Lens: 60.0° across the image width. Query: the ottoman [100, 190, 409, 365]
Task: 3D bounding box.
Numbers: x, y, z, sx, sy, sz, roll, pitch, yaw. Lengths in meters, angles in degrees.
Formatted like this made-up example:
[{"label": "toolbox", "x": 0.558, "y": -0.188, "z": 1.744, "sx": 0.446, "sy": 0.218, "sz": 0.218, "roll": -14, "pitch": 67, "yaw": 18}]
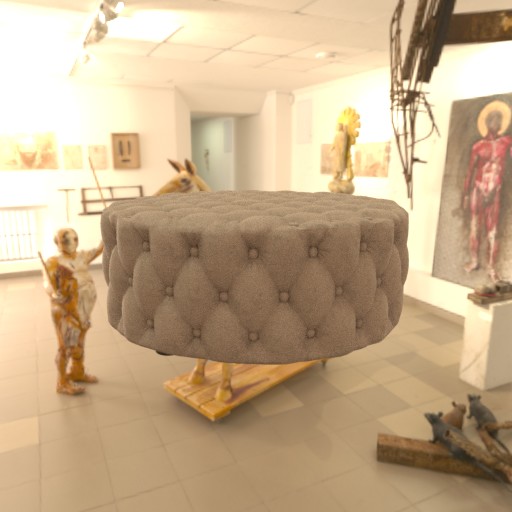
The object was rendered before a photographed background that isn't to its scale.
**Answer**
[{"label": "ottoman", "x": 0.000, "y": 0.000, "z": 1.520, "sx": 0.998, "sy": 0.399, "sz": 0.998, "roll": 0, "pitch": 13, "yaw": 0}]
